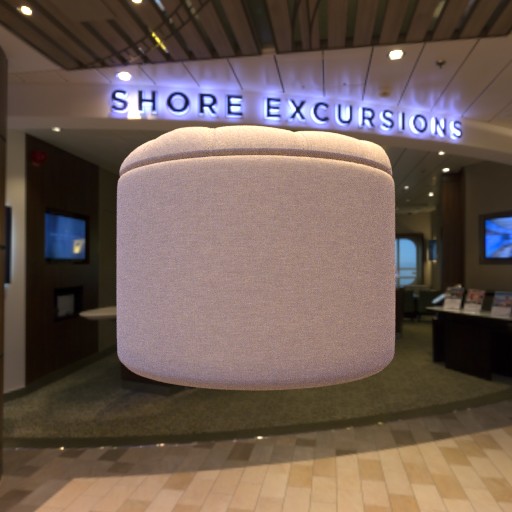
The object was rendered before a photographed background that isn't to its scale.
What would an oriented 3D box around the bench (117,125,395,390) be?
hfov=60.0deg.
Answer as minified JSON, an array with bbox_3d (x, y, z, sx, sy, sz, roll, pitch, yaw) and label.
[{"bbox_3d":[0.000,0.000,1.001,0.600,0.454,0.600,0,-1,0],"label":"bench"}]
